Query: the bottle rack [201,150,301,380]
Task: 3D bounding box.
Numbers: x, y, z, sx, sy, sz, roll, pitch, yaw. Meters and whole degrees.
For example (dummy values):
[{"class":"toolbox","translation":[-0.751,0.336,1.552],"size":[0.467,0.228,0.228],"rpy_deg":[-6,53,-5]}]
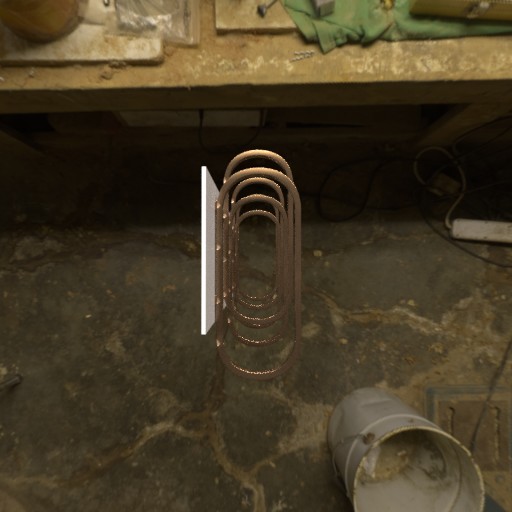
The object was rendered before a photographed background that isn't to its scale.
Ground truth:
[{"class":"bottle rack","translation":[0.000,0.000,0.834],"size":[0.118,0.709,0.332],"rpy_deg":[0,89,0]}]
